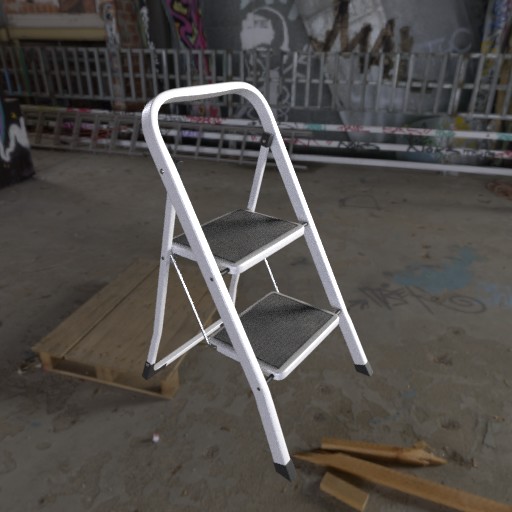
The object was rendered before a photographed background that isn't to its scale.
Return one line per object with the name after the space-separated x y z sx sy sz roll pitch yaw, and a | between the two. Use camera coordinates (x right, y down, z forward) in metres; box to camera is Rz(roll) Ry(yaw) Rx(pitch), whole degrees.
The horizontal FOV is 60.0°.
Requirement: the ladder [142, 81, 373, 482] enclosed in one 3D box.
0.000 0.000 1.140 0.544 0.810 0.460 18 32 32 | ladder
